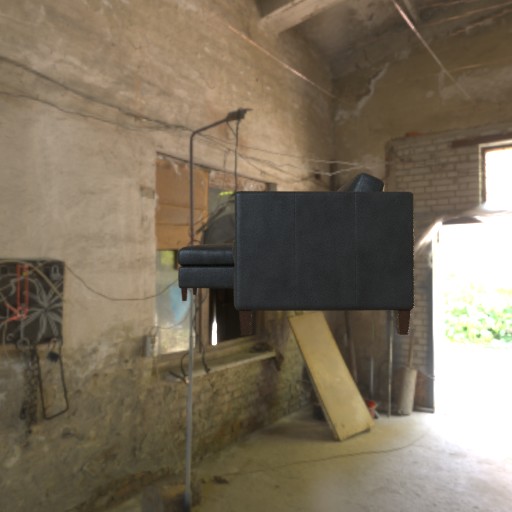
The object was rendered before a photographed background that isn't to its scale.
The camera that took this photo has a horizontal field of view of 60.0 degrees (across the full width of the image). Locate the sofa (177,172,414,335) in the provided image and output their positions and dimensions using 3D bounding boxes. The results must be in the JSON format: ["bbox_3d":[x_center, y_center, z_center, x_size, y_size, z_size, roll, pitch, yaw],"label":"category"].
[{"bbox_3d":[0.000,0.000,3.870,1.581,0.883,3.203,0,-1,-1],"label":"sofa"}]
